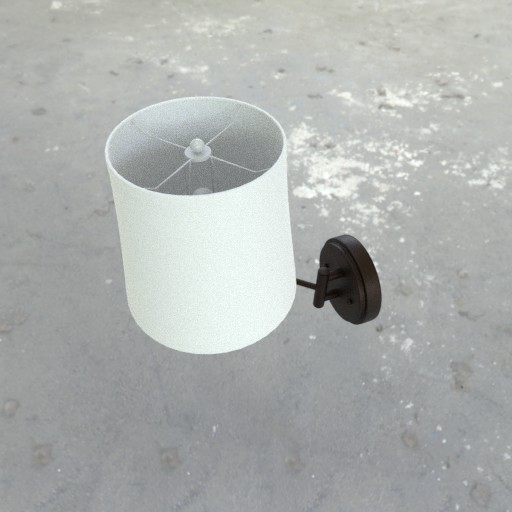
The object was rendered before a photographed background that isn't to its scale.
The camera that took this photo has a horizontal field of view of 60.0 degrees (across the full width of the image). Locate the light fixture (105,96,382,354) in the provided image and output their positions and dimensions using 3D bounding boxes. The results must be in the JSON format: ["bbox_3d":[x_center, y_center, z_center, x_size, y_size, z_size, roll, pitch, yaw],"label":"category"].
[{"bbox_3d":[0.000,0.000,0.265,0.157,0.172,0.100,-16,49,-14],"label":"light fixture"}]
